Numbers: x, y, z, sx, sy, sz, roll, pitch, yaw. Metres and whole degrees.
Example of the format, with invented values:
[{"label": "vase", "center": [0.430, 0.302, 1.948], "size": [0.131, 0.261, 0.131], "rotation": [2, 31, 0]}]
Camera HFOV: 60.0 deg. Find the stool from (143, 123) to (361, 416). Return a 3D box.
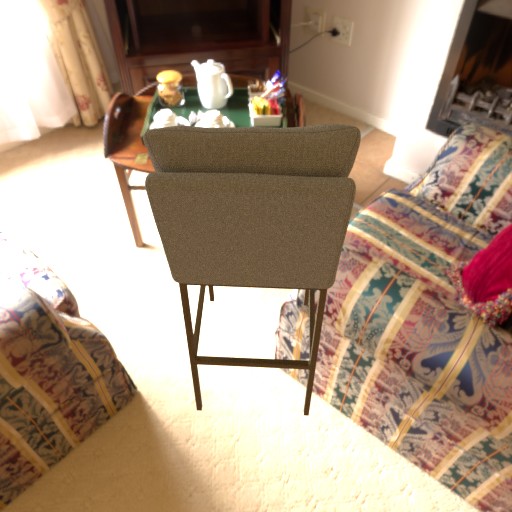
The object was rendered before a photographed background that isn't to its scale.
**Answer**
[{"label": "stool", "center": [0.000, 0.000, 1.427], "size": [0.463, 1.132, 0.569], "rotation": [2, 46, 2]}]
